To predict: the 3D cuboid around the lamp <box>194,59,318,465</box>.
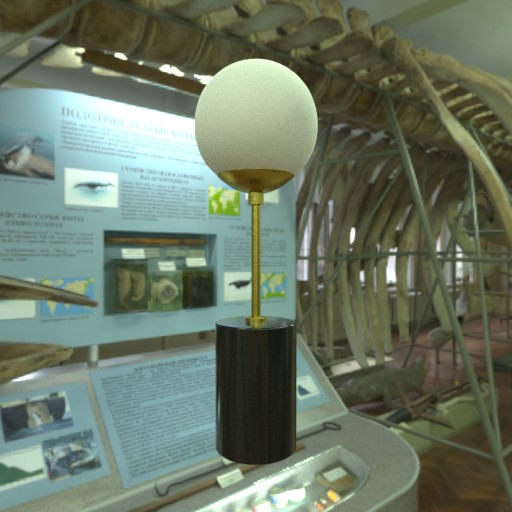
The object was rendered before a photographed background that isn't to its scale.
[{"bbox_3d":[0.000,0.000,0.558,0.153,0.480,0.153,0,1,0],"label":"lamp"}]
